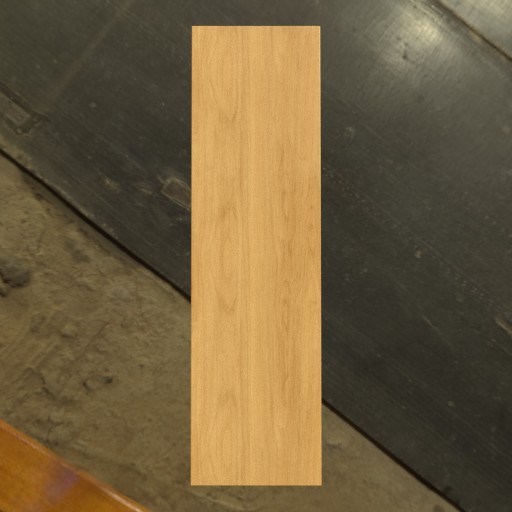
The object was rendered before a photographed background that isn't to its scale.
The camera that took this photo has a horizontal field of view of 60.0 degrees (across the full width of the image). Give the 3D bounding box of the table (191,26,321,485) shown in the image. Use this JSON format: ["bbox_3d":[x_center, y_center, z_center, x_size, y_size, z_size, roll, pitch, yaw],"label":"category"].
[{"bbox_3d":[0.000,0.000,1.559,0.350,0.730,1.240,0,89,0],"label":"table"}]
